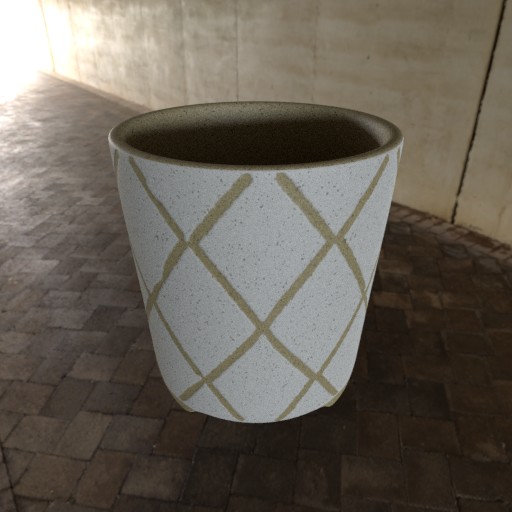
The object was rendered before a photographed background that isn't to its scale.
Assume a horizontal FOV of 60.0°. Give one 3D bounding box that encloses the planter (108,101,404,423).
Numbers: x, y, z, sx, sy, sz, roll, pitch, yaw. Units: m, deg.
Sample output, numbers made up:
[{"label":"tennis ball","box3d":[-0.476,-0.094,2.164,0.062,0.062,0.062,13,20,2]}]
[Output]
[{"label":"planter","box3d":[0.000,0.000,0.344,0.191,0.199,0.191,0,29,0]}]
